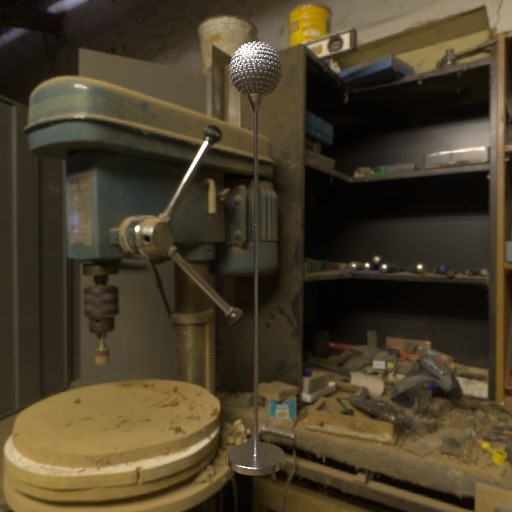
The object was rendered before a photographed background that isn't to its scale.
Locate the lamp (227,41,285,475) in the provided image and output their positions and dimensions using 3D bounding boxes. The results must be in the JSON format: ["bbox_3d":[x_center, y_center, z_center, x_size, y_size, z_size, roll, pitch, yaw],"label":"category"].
[{"bbox_3d":[0.000,0.000,1.938,0.254,1.805,0.254,0,1,0],"label":"lamp"}]
